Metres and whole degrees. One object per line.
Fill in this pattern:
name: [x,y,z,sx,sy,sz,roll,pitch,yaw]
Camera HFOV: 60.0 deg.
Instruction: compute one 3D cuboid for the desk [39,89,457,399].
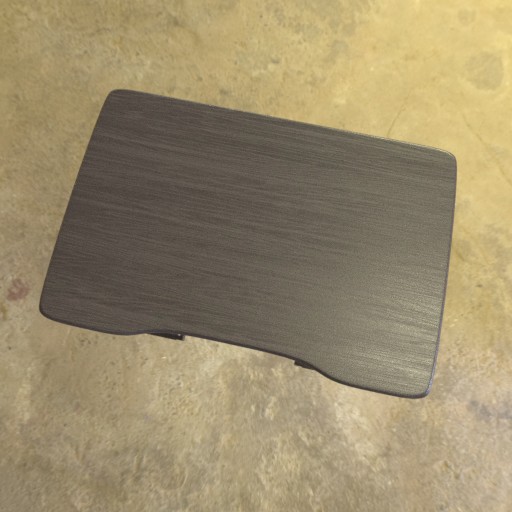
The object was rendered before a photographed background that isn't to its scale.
desk: [0.000,0.000,1.162,0.820,0.470,0.546,12,77,3]
